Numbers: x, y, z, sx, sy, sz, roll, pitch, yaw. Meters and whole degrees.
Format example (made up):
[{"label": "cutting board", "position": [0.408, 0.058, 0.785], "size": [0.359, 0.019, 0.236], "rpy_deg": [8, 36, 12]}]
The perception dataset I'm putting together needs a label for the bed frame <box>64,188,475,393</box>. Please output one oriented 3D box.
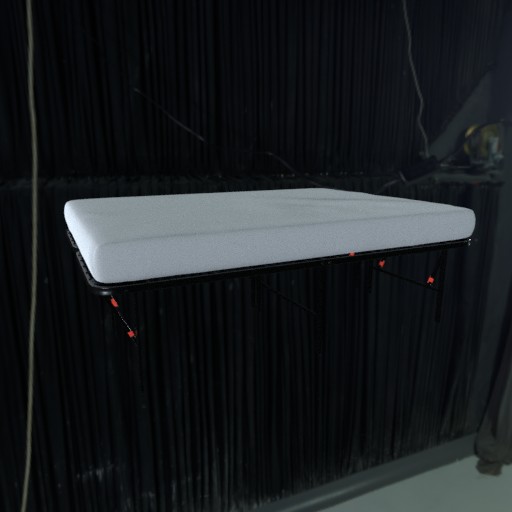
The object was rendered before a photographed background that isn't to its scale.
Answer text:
[{"label": "bed frame", "position": [0.000, 0.000, 2.523], "size": [1.905, 0.637, 1.372], "rpy_deg": [-7, 15, -25]}]
